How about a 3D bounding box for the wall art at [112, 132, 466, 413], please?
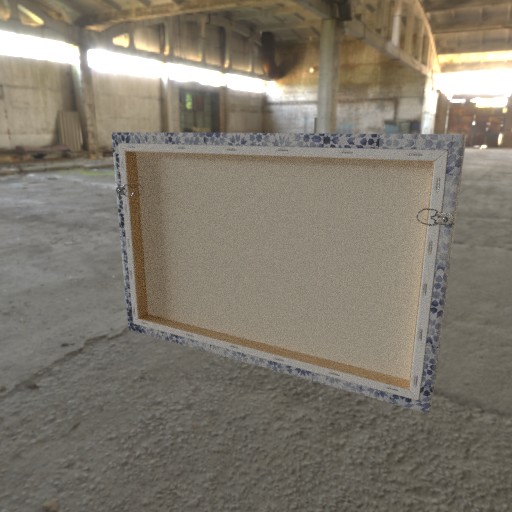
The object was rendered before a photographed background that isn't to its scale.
[{"bbox_3d":[0.000,0.000,0.760,0.608,0.406,0.030,9,18,27],"label":"wall art"}]
